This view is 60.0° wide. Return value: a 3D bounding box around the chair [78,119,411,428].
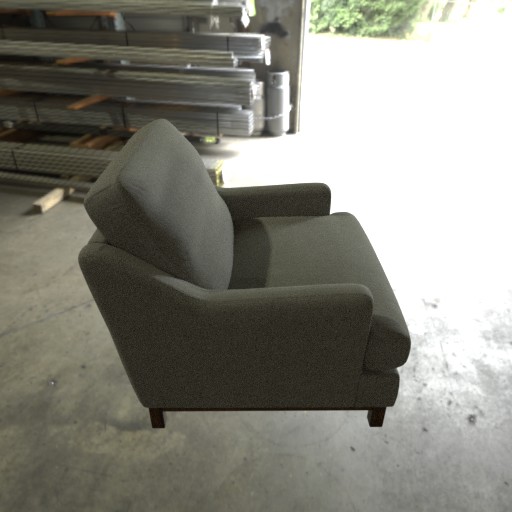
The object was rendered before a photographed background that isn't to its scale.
[{"bbox_3d":[0.000,0.000,1.543,0.892,0.821,0.826,0,31,0],"label":"chair"}]
